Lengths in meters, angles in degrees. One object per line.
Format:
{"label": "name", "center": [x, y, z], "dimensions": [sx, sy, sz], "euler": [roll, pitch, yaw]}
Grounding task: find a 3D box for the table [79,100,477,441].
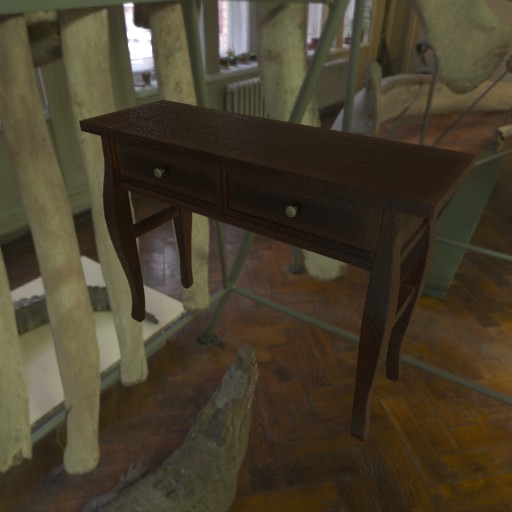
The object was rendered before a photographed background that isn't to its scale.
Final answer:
{"label": "table", "center": [0.000, 0.000, 1.410], "dimensions": [1.062, 0.768, 0.373], "euler": [20, 37, 29]}
